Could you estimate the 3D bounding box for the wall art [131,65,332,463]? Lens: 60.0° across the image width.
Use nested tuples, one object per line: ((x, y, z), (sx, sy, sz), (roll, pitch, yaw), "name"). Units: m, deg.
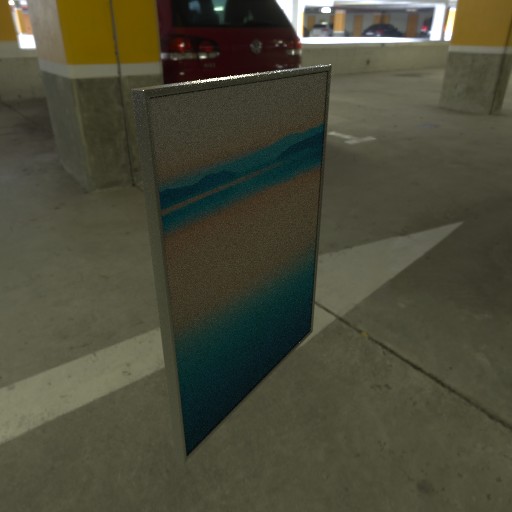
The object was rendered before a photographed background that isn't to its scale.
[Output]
((0.000, 0.000, 1.395), (0.037, 1.062, 0.801), (18, 32, 31), "wall art")
